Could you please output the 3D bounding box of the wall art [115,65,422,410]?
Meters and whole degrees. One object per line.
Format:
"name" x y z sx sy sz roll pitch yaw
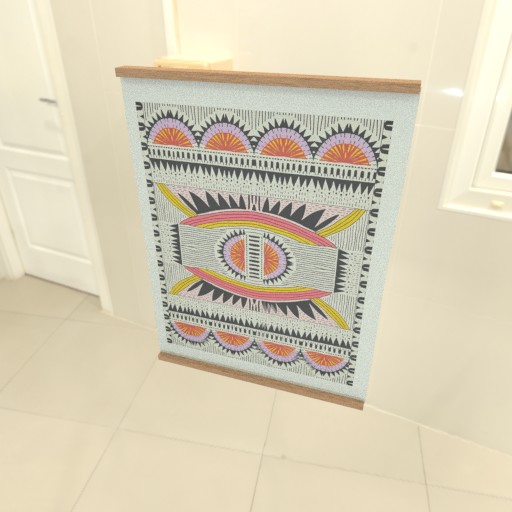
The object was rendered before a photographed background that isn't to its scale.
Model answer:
"wall art" 0.000 0.000 0.793 0.456 0.609 0.028 10 32 16
